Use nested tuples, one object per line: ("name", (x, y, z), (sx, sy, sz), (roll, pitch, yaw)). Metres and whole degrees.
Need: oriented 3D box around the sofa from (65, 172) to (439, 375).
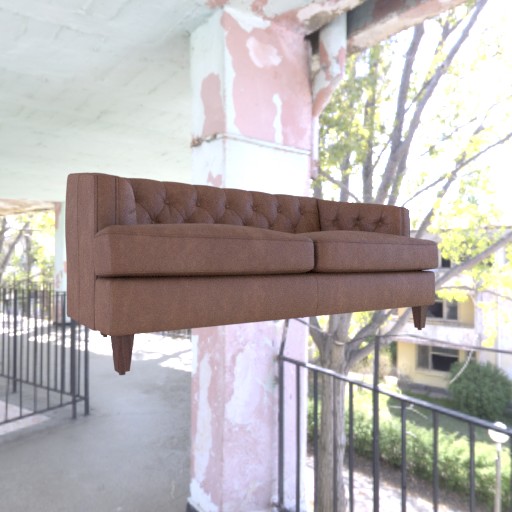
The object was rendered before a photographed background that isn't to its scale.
("sofa", (0.000, 0.000, 2.215), (1.755, 0.786, 0.914), (0, -1, -35))
